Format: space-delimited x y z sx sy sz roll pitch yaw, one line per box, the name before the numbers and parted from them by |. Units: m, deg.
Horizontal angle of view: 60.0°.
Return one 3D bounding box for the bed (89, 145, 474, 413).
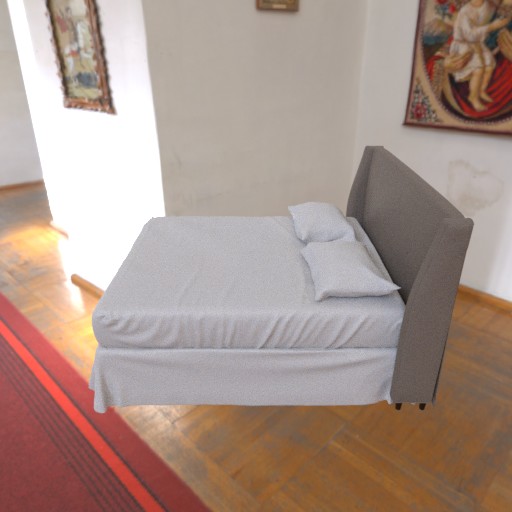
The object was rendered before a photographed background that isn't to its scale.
bed | 0.000 0.000 3.401 2.276 1.332 1.925 0 26 0
